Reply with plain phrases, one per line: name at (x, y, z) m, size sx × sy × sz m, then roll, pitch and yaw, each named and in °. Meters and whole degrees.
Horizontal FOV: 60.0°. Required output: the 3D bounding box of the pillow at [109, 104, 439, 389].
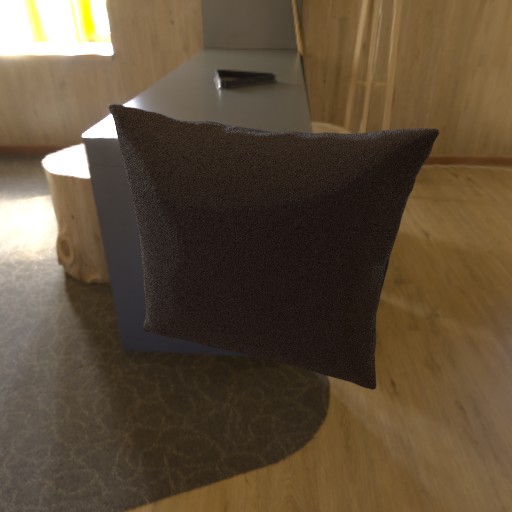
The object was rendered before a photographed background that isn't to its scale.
pillow at (0.000, 0.000, 0.692) m, size 0.452 × 0.439 × 0.204 m, roll 10°, pitch 33°, yaw 16°
